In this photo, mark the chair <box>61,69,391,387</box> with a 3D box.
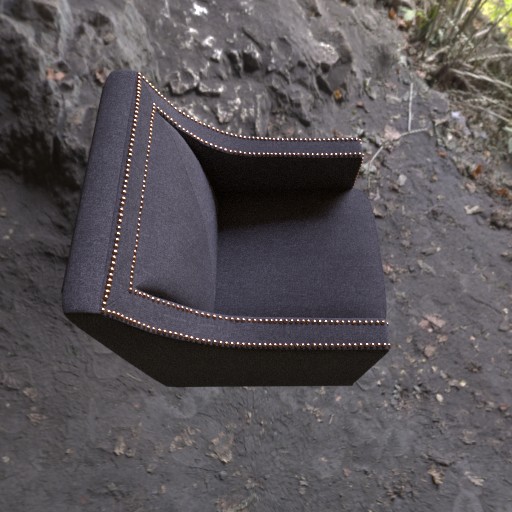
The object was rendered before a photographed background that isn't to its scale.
[{"bbox_3d":[0.000,0.000,1.561,0.884,0.967,0.776,0,64,0],"label":"chair"}]
